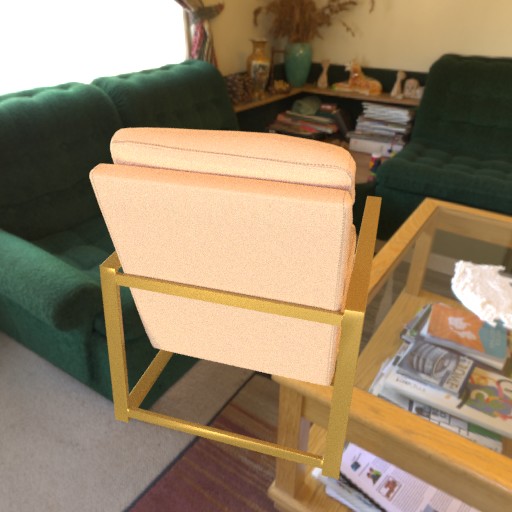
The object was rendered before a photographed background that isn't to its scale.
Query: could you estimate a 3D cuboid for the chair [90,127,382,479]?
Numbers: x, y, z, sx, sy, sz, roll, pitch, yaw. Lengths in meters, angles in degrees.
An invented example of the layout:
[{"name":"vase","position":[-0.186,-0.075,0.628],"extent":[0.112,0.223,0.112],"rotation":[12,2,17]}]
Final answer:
[{"name":"chair","position":[0.000,0.000,1.498],"extent":[0.758,0.956,0.813],"rotation":[9,32,14]}]
